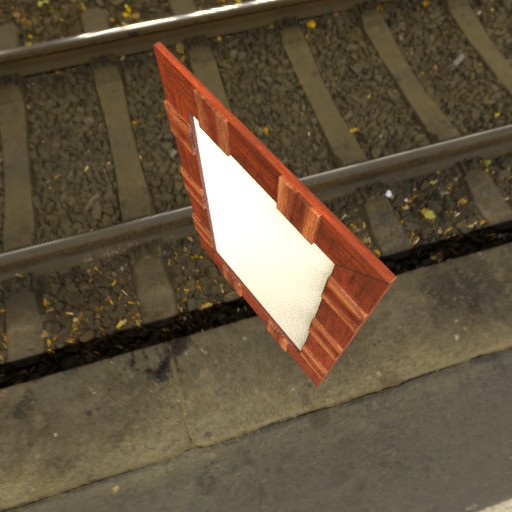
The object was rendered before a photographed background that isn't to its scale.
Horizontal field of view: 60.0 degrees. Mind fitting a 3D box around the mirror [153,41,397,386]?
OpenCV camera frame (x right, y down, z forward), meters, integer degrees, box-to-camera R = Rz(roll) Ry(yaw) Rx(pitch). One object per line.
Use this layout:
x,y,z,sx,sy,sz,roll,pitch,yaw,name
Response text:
0.000,0.000,1.069,0.021,0.805,0.600,-35,69,-16,mirror
